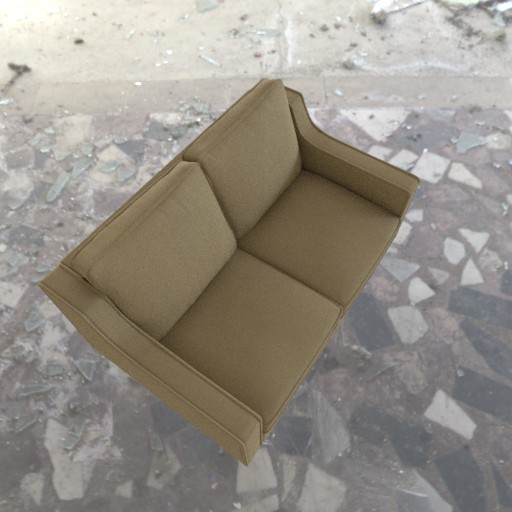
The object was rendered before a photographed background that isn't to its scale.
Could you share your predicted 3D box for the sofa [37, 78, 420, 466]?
[{"bbox_3d":[0.000,0.000,2.129,0.987,0.971,1.501,31,63,18],"label":"sofa"}]
